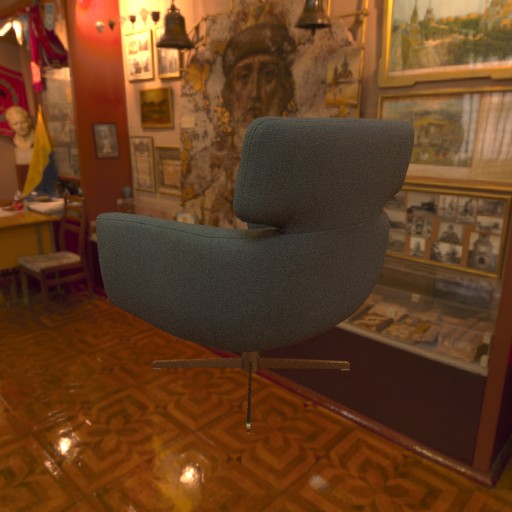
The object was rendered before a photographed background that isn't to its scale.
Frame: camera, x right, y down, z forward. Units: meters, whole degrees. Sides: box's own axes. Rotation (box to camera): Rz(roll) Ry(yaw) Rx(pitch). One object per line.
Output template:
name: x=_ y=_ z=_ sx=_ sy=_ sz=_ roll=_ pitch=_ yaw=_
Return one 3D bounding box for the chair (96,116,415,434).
chair: x=0.000 y=0.000 z=1.384 sx=0.738 sy=0.813 sz=0.761 roll=-15 pitch=22 yaw=-42
